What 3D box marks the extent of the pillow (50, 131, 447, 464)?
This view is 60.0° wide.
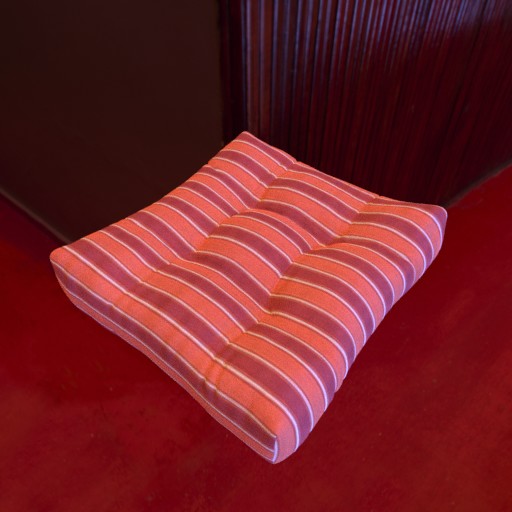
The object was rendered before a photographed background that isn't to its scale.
[{"bbox_3d":[0.000,0.000,0.739,0.468,0.133,0.490,30,52,26],"label":"pillow"}]
